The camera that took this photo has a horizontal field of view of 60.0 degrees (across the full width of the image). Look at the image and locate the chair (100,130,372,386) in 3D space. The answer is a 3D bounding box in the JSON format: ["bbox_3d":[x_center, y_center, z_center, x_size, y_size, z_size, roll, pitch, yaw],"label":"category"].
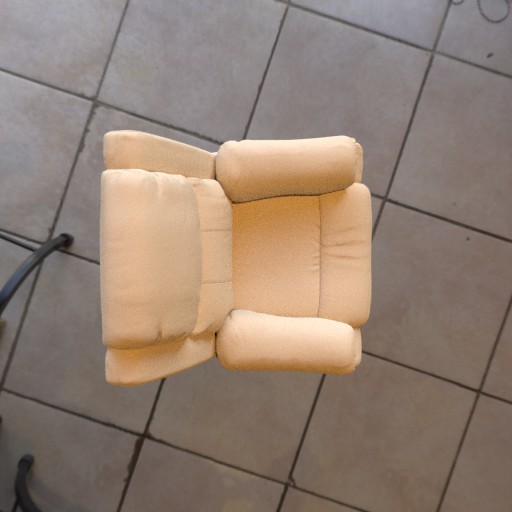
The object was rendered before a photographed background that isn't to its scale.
[{"bbox_3d":[0.000,0.000,1.289,0.709,0.702,0.680,0,92,1],"label":"chair"}]
